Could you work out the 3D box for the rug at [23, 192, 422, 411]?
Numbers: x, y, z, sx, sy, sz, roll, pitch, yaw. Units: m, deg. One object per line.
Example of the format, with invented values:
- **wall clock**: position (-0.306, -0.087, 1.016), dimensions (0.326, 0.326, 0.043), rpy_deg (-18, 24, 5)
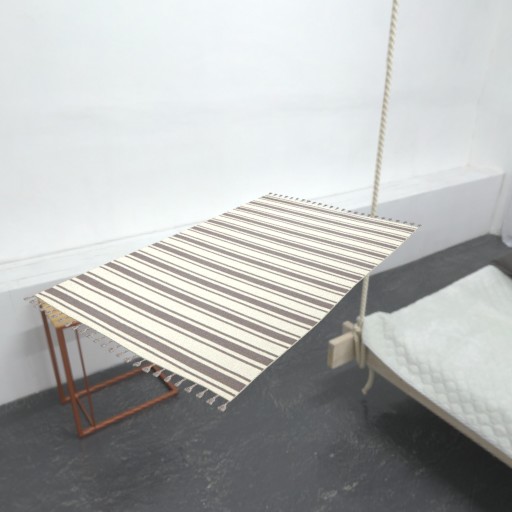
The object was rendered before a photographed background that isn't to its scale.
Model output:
- **rug**: position (0.000, 0.000, 2.529), dimensions (1.229, 0.011, 2.096), rpy_deg (17, 31, 32)
